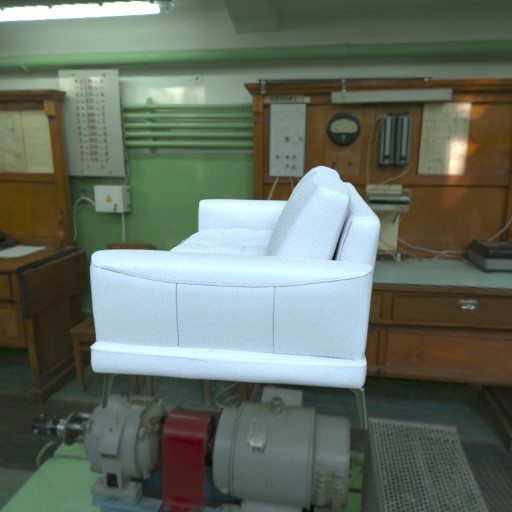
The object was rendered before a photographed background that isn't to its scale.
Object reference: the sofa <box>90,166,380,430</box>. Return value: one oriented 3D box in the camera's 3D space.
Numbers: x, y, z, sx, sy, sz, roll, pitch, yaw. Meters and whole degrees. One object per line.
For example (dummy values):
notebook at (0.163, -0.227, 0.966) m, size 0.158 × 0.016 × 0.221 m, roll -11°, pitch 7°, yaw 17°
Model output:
sofa at (0.000, 0.000, 2.463) m, size 1.121 × 0.930 × 1.819 m, roll 2°, pitch 14°, yaw 8°
